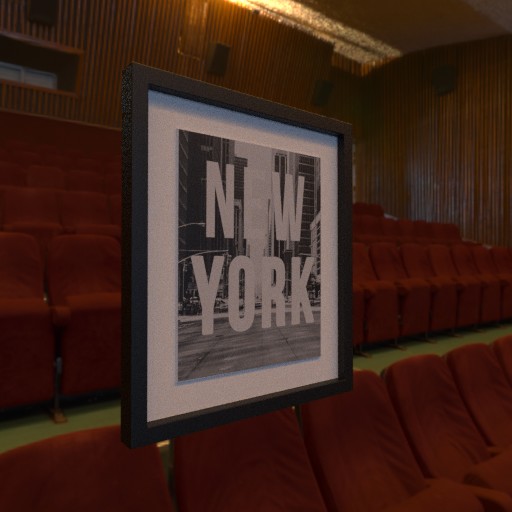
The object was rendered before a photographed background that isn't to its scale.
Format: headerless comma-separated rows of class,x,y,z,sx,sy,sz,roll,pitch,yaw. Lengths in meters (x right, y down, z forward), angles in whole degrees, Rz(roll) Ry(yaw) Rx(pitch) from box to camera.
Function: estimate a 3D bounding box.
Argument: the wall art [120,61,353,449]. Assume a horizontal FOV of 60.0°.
wall art,0.000,0.000,0.544,0.328,0.381,0.028,1,-1,-37
